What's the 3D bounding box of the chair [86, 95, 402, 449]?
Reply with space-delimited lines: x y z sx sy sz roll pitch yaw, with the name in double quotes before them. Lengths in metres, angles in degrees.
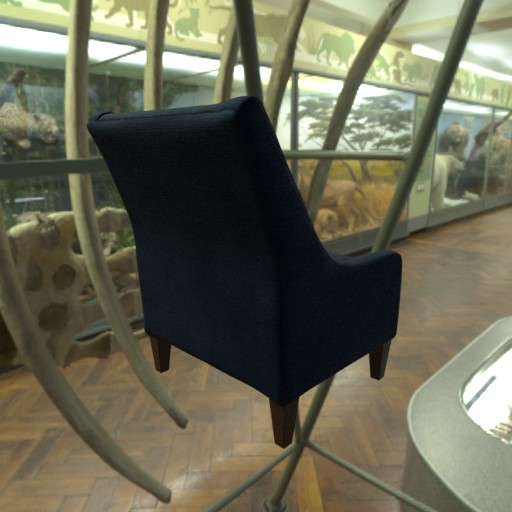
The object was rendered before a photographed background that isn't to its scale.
"chair" 0.000 0.000 1.634 0.774 1.014 0.870 14 19 43
